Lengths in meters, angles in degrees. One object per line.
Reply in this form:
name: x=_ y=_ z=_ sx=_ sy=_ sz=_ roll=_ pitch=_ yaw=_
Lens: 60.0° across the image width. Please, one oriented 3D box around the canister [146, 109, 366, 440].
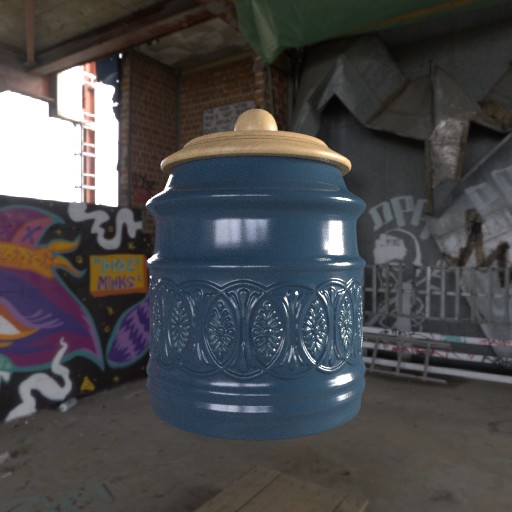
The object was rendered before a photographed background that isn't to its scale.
canister: x=0.000 y=0.000 z=0.269 sx=0.130 sy=0.176 sz=0.130 roll=0 pitch=1 yaw=0
